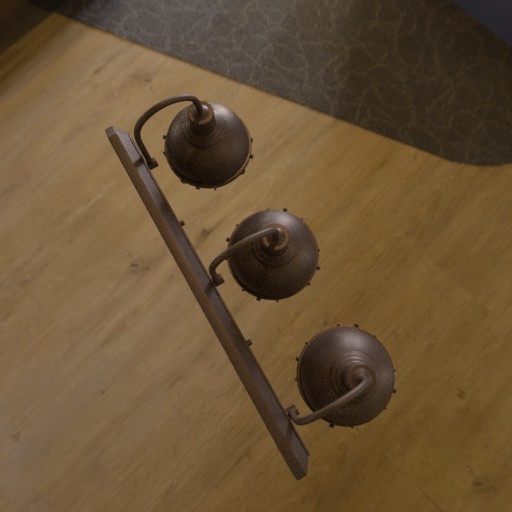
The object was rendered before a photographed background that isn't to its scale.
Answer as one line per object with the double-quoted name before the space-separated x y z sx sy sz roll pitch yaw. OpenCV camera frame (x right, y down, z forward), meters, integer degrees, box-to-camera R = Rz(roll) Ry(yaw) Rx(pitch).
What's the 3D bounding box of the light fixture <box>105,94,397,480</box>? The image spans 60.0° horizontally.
"light fixture" 0.000 0.000 0.713 0.229 0.254 0.634 -29 79 -6
